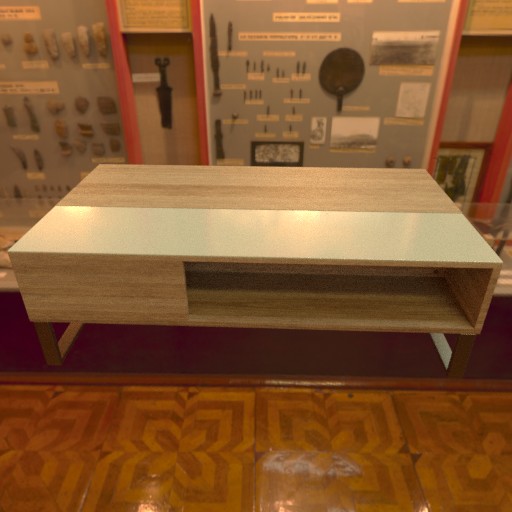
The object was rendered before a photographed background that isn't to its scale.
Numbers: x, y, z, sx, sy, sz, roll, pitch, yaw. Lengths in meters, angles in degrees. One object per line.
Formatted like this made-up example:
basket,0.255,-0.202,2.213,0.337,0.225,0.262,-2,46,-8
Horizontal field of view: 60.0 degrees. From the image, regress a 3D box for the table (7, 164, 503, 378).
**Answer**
table,0.000,0.000,1.327,1.100,0.350,0.600,1,30,2
